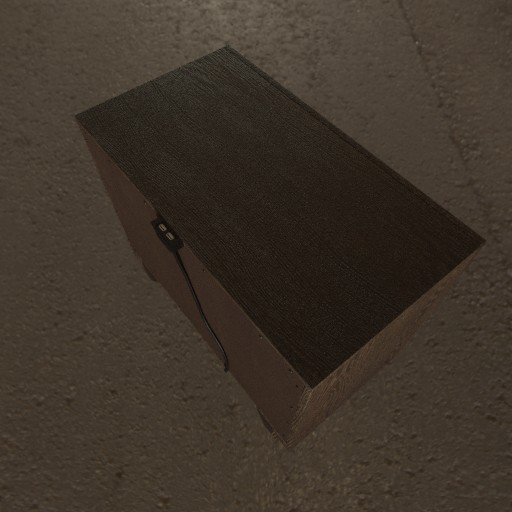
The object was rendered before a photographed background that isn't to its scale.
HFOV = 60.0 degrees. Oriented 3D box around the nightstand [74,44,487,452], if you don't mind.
[{"bbox_3d":[0.000,0.000,1.142,0.457,0.612,0.775,-34,64,-20],"label":"nightstand"}]
